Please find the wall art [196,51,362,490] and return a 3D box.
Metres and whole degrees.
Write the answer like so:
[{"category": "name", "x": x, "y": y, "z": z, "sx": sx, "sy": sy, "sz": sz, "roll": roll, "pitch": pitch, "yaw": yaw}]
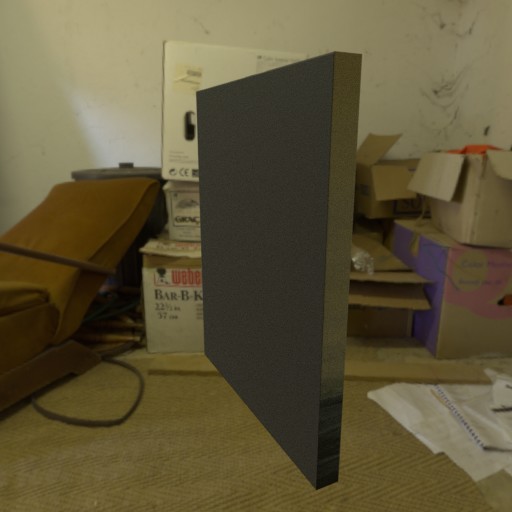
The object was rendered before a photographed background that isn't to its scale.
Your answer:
[{"category": "wall art", "x": 0.000, "y": 0.000, "z": 0.809, "sx": 0.040, "sy": 0.608, "sz": 0.489, "roll": -7, "pitch": 16, "yaw": -25}]
